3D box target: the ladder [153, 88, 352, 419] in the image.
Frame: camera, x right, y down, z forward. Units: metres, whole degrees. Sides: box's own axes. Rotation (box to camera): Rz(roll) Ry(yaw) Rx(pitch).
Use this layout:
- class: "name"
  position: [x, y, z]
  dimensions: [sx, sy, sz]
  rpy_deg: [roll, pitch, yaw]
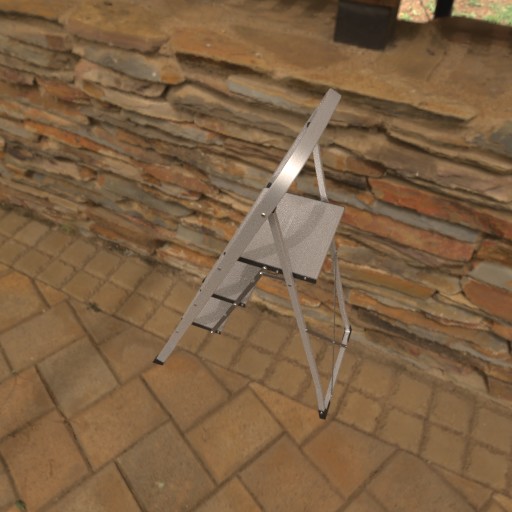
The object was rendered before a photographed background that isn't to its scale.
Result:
- class: "ladder"
  position: [0.000, 0.000, 1.429]
  dimensions: [0.704, 1.070, 0.465]
  rpy_deg: [16, 50, 14]
